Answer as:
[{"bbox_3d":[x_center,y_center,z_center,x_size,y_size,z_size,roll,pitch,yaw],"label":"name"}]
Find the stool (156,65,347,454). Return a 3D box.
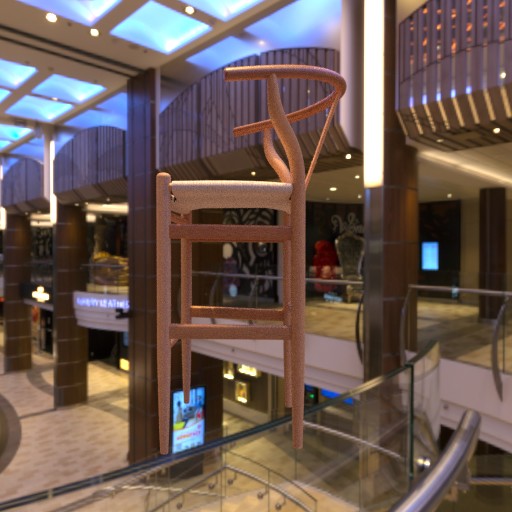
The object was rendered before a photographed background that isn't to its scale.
[{"bbox_3d":[0.000,0.000,1.399,0.561,1.068,0.574,0,1,0],"label":"stool"}]
